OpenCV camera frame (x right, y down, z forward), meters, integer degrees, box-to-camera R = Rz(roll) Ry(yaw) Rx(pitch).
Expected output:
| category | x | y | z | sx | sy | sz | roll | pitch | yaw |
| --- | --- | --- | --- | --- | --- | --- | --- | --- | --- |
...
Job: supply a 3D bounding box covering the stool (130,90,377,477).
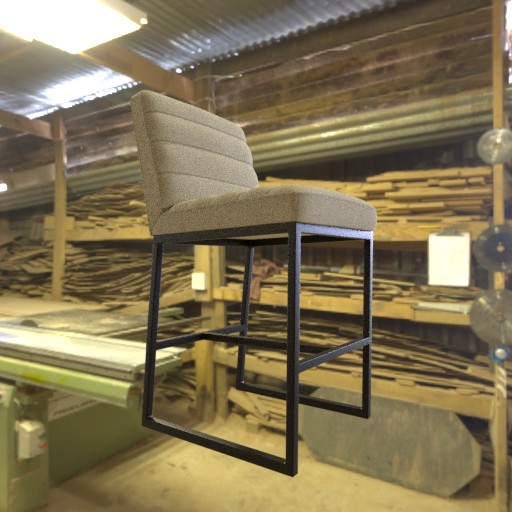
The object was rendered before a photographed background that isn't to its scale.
| category | x | y | z | sx | sy | sz | roll | pitch | yaw |
| --- | --- | --- | --- | --- | --- | --- | --- | --- | --- |
| stool | 0.000 | 0.000 | 1.266 | 0.560 | 0.940 | 0.460 | 0 | 0 | 36 |
